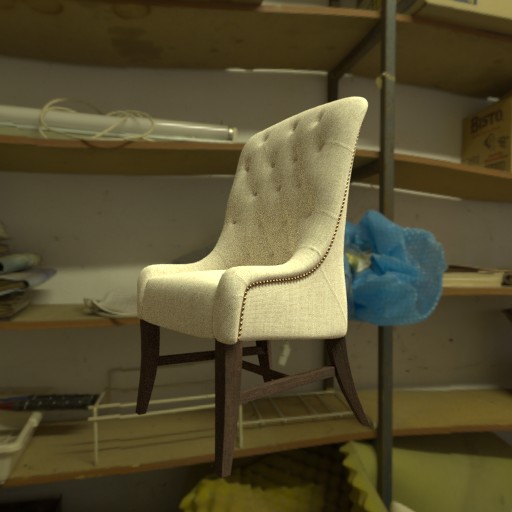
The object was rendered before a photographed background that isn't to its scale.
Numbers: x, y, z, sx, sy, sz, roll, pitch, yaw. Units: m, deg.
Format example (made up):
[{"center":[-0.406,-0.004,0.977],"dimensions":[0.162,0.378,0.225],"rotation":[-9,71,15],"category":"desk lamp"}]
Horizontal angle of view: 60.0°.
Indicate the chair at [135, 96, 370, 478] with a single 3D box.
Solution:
[{"center":[0.000,0.000,1.497],"dimensions":[0.629,1.091,0.634],"rotation":[0,-1,-36],"category":"chair"}]
